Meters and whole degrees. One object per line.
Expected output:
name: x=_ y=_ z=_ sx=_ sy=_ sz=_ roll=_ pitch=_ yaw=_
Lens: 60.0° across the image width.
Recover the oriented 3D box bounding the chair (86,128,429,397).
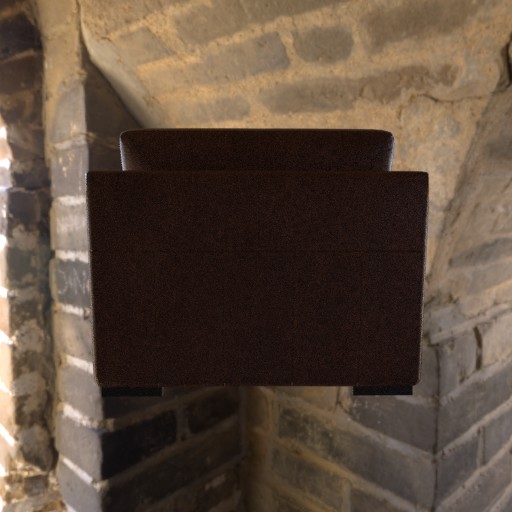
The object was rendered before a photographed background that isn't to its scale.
chair: x=0.000 y=0.000 z=1.984 sx=1.168 sy=0.939 sz=1.143 roll=0 pitch=1 yaw=-1
